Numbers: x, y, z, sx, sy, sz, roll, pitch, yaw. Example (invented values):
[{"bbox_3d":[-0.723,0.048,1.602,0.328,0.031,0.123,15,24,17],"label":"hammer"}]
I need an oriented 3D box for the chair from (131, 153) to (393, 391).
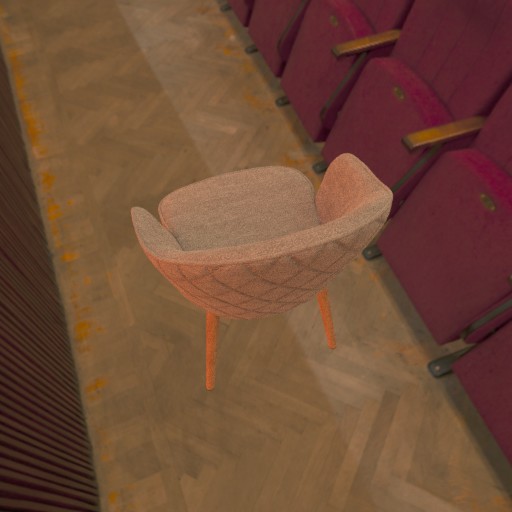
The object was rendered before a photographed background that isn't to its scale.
[{"bbox_3d":[0.000,0.000,1.176,0.540,0.800,0.530,-16,58,-10],"label":"chair"}]
